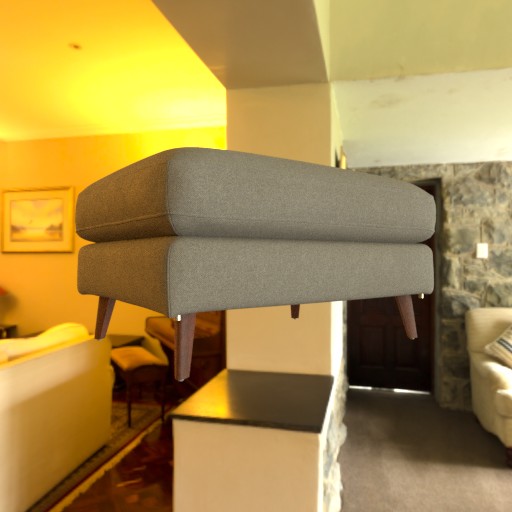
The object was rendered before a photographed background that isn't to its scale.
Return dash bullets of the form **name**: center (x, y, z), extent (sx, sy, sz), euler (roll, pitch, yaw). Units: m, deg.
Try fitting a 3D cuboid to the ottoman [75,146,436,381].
- **ottoman**: center (0.000, 0.000, 1.186), extent (0.811, 0.449, 0.608), euler (0, 0, -36)
